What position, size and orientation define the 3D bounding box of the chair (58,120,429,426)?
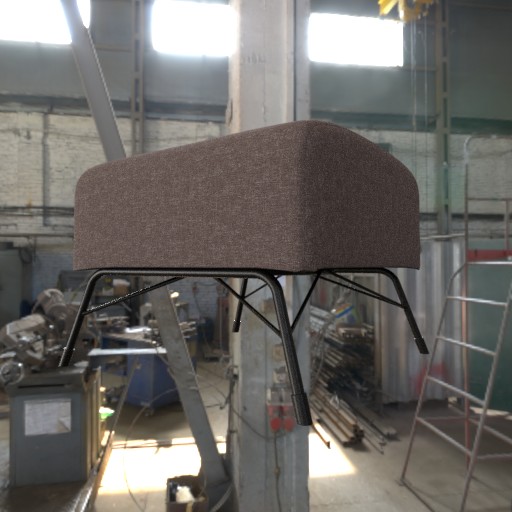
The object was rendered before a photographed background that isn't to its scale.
[{"bbox_3d":[0.000,0.000,0.885,0.530,0.410,0.530,-1,-1,36],"label":"chair"}]
